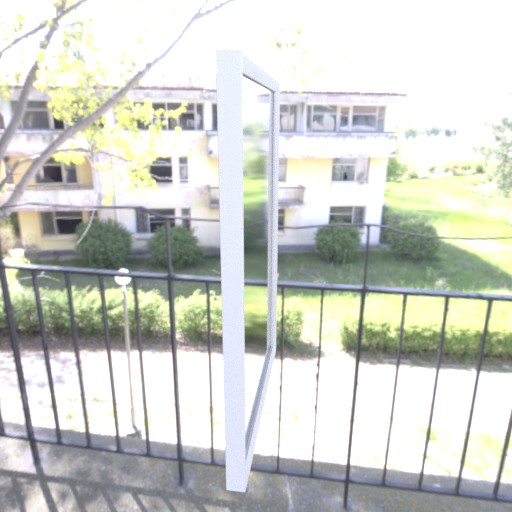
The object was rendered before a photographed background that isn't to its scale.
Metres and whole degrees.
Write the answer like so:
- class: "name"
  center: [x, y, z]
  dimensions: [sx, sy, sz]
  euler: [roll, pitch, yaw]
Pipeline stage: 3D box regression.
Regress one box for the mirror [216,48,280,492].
- class: "mirror"
  center: [0.000, 0.000, 0.914]
  dimensions: [0.039, 0.710, 0.507]
  euler: [3, 17, 8]
